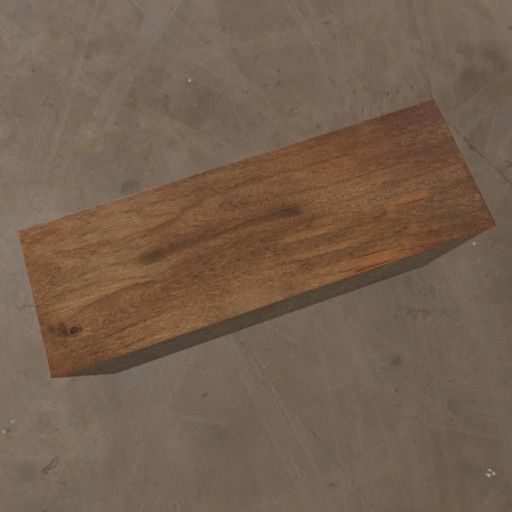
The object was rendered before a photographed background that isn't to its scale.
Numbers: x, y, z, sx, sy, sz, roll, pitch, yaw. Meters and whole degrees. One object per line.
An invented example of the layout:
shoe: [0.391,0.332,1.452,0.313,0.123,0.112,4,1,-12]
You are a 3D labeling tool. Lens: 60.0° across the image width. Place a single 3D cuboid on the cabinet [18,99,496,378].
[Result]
cabinet: [0.000,0.000,1.736,1.373,0.812,0.480,-19,77,-4]
